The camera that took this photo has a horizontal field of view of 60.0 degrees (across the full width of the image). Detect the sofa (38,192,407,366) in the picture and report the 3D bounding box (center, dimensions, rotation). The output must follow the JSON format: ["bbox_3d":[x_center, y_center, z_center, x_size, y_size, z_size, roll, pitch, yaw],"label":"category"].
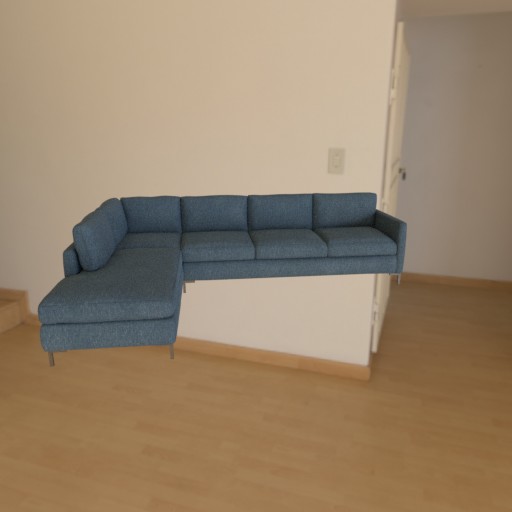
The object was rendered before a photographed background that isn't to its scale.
[{"bbox_3d":[0.000,0.000,3.790,2.949,0.815,2.007,-2,16,-7],"label":"sofa"}]
